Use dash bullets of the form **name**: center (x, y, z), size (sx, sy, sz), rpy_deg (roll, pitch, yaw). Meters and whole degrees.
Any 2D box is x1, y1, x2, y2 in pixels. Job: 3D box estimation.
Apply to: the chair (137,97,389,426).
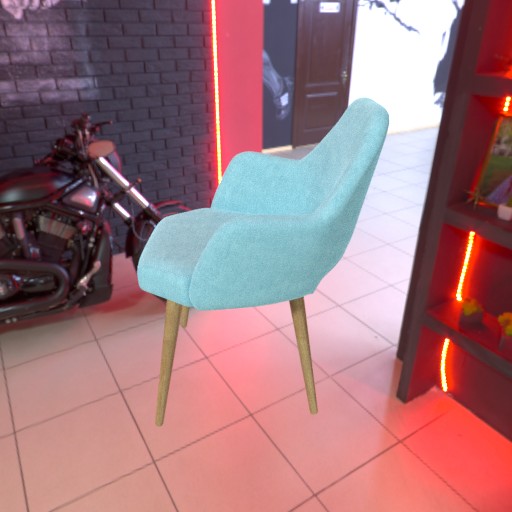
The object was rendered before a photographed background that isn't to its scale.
- **chair**: center (0.000, 0.000, 1.261), size (0.610, 0.840, 0.590), rpy_deg (0, 27, 0)
